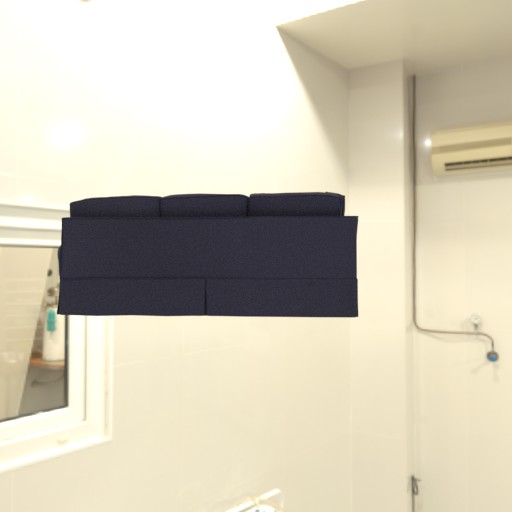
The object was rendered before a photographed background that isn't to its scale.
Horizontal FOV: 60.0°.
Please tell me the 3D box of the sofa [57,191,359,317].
[{"bbox_3d":[0.000,0.000,5.056,2.874,1.169,3.773,-1,-2,36],"label":"sofa"}]
